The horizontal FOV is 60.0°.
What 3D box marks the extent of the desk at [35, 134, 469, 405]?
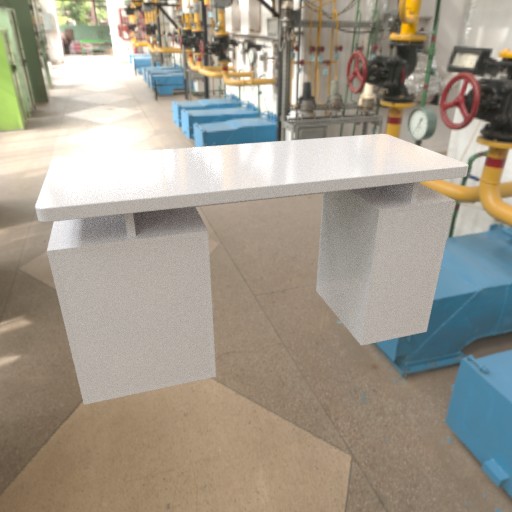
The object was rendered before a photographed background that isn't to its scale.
[{"bbox_3d":[0.000,0.000,1.760,1.400,0.762,0.550,-8,28,-15],"label":"desk"}]
